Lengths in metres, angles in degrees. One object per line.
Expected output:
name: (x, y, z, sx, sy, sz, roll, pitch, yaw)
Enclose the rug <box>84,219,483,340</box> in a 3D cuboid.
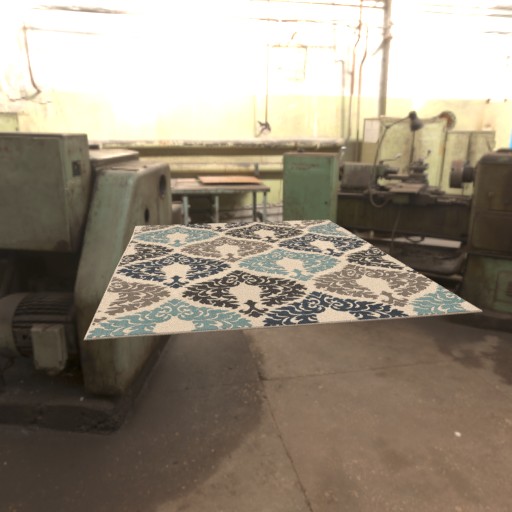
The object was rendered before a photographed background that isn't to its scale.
rug: (0.000, 0.000, 4.050, 2.423, 0.014, 3.040, -3, 16, -9)
